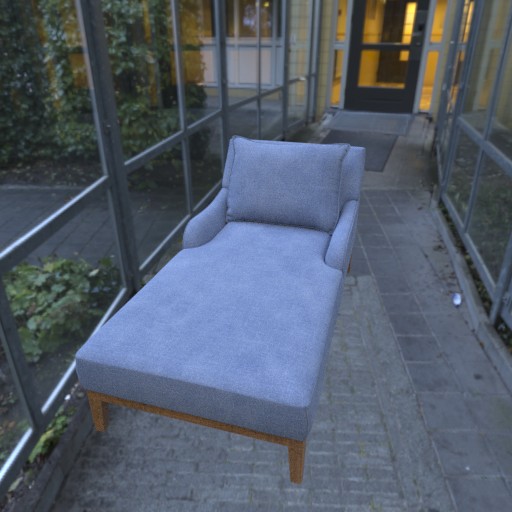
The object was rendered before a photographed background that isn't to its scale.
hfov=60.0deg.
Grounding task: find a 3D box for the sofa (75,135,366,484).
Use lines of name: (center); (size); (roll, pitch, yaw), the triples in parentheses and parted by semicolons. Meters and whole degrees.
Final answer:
sofa: (0.000, 0.000, 2.239); (0.904, 0.883, 1.779); (8, 28, 15)
